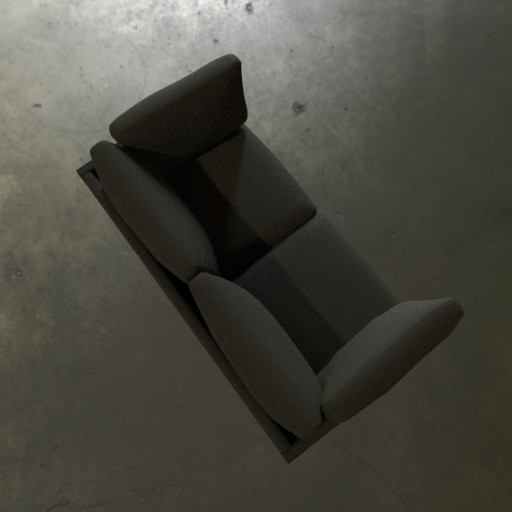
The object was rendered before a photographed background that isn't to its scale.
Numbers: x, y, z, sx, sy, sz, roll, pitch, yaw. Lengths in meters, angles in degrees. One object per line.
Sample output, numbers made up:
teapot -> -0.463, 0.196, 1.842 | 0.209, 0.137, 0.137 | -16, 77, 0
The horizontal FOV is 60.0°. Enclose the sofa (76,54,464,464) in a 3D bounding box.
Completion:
sofa -> 0.000, 0.000, 2.324 | 0.969, 0.920, 1.751 | -36, 77, -9
